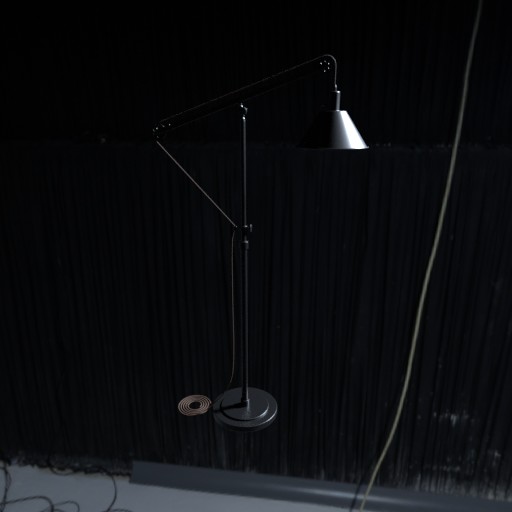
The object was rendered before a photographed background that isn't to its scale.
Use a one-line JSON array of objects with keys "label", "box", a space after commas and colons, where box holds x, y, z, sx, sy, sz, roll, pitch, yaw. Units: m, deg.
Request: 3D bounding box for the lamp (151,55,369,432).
[{"label": "lamp", "box": [0.000, 0.000, 1.966, 0.904, 1.626, 0.319, 3, 17, 9]}]
